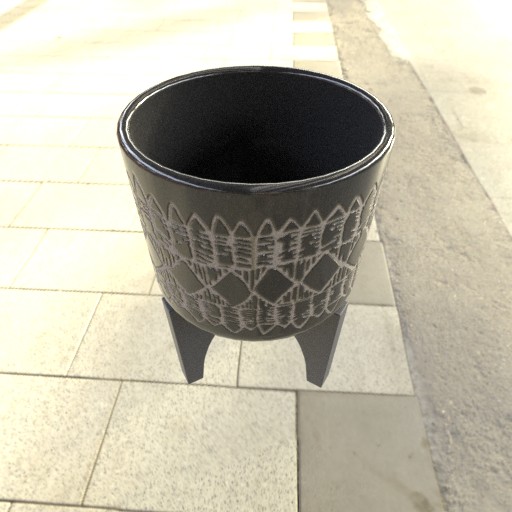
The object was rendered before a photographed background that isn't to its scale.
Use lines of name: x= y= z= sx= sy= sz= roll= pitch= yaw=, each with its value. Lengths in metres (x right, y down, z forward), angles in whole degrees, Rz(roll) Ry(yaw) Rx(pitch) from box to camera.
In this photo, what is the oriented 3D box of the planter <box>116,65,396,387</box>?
planter: x=0.000 y=0.000 z=0.524 sx=0.251 sy=0.355 sz=0.251 roll=1 pitch=42 yaw=1
